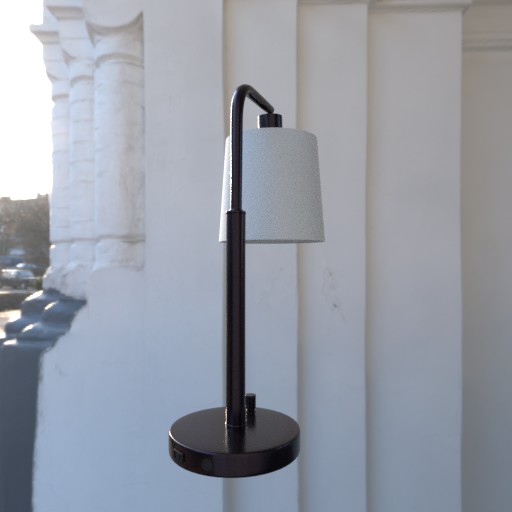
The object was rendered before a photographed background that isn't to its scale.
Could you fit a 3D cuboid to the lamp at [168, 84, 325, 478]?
[{"bbox_3d":[0.000,0.000,0.644,0.171,0.489,0.333,0,-1,19],"label":"lamp"}]
